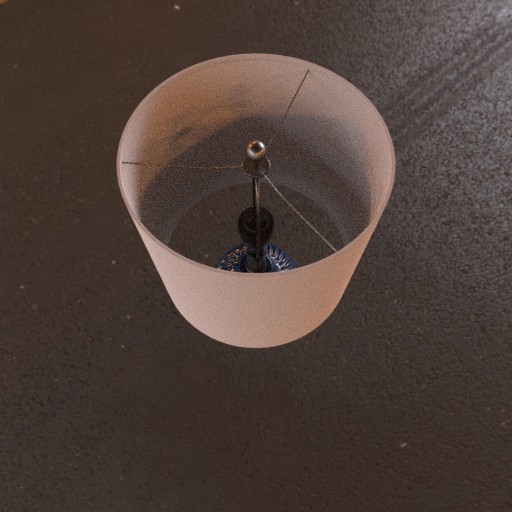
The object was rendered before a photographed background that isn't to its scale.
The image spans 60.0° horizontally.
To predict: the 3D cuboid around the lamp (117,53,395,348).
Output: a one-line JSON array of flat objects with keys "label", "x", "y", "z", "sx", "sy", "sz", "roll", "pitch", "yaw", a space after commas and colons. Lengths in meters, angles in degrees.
[{"label": "lamp", "x": 0.000, "y": 0.000, "z": 0.486, "sx": 0.203, "sy": 0.368, "sz": 0.203, "roll": -3, "pitch": 64, "yaw": -2}]
